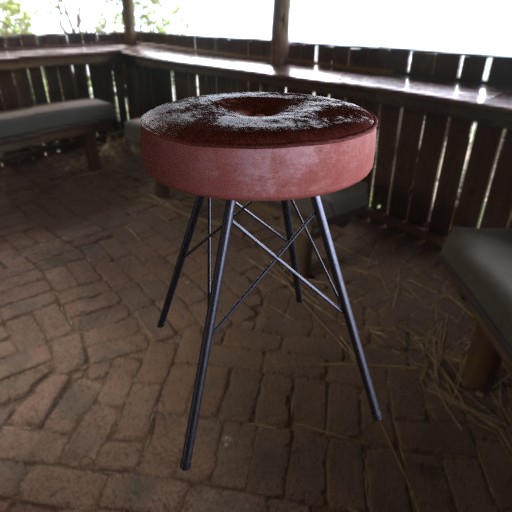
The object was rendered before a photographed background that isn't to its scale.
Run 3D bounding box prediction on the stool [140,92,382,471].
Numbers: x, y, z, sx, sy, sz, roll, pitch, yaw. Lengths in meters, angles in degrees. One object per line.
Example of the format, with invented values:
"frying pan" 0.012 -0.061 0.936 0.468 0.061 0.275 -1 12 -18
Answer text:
"stool" 0.000 0.000 0.909 0.421 0.593 0.457 -8 30 -14
